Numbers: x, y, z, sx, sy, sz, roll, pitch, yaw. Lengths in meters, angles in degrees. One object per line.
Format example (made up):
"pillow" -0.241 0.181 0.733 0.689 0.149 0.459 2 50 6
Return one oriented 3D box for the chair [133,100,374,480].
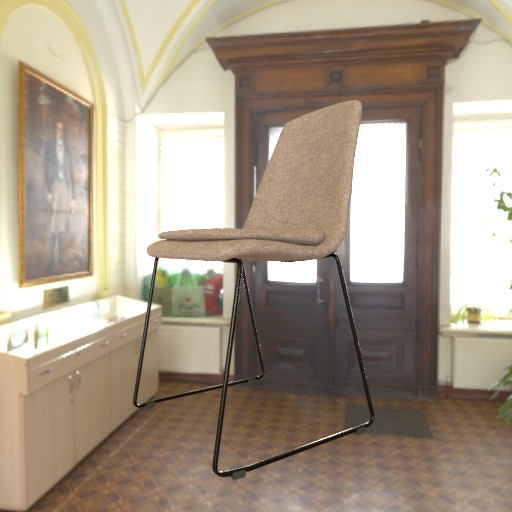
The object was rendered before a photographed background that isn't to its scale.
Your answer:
"chair" 0.000 0.000 1.173 0.518 0.858 0.479 -2 3 -36
